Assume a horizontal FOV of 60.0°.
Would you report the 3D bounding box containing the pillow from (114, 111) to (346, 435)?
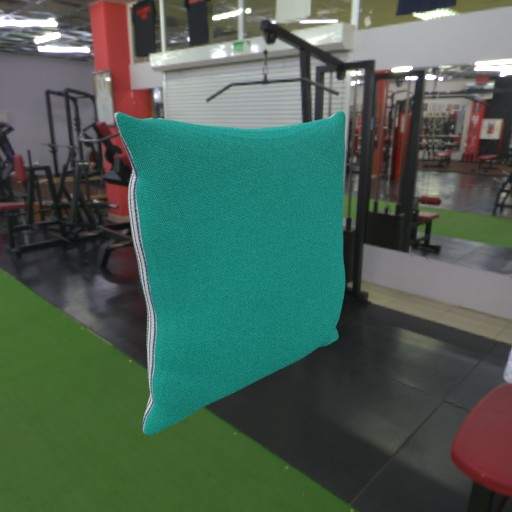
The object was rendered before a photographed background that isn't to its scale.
[{"bbox_3d":[0.000,0.000,0.699,0.440,0.441,0.182,-15,23,-41],"label":"pillow"}]
